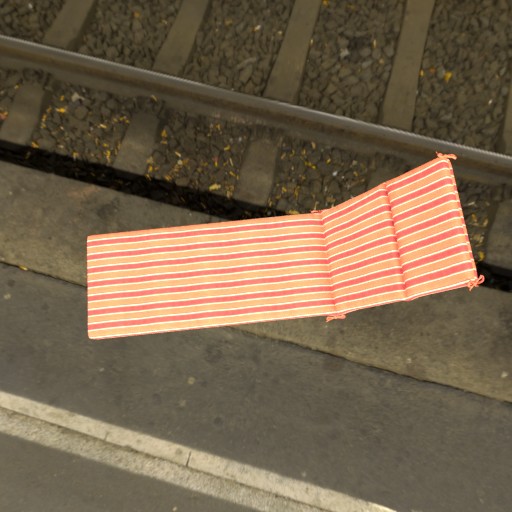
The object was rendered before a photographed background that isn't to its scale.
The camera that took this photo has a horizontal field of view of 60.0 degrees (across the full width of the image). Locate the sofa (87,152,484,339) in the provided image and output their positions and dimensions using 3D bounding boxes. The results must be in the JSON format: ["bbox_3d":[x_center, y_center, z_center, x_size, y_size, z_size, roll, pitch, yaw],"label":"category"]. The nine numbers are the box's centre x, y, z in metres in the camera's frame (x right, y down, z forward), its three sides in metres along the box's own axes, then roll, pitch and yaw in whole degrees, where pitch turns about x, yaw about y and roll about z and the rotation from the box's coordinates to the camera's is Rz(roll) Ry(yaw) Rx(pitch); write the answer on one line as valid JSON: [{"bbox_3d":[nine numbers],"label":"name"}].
[{"bbox_3d":[0.000,0.000,1.952,1.663,0.622,0.582,-6,76,-2],"label":"sofa"}]
